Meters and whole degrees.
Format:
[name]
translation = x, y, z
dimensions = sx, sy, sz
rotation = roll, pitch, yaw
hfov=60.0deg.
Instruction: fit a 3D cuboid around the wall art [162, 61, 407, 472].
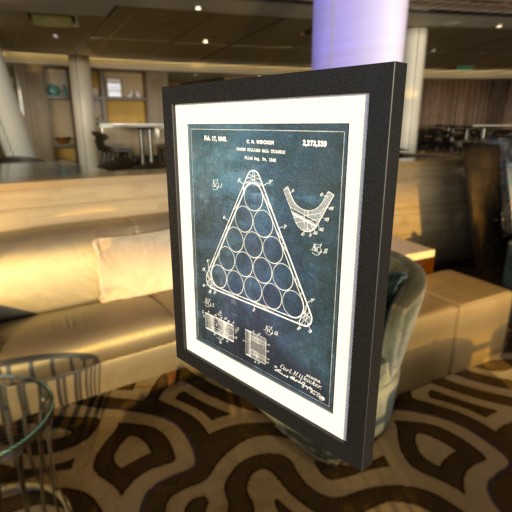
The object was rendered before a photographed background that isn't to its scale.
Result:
[wall art]
translation = 0.000, 0.000, 0.679
dimensions = 0.025, 0.508, 0.432
rotation = -15, 22, -42
